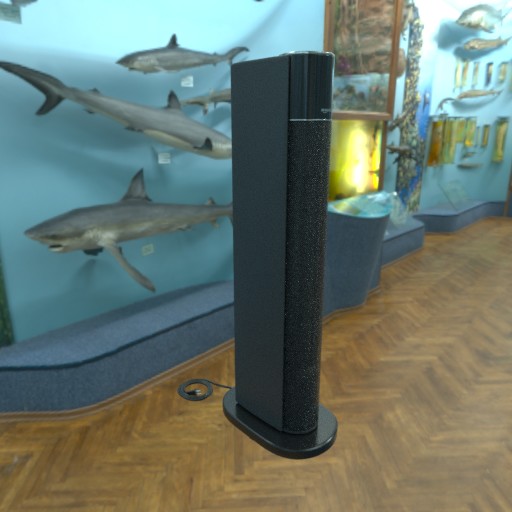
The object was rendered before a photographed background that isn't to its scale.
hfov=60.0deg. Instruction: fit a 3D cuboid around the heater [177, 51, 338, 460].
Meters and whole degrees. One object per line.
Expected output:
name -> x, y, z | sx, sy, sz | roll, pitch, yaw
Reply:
heater -> 0.000, 0.000, 1.057 | 0.458, 0.856, 0.214 | 15, 22, 42
